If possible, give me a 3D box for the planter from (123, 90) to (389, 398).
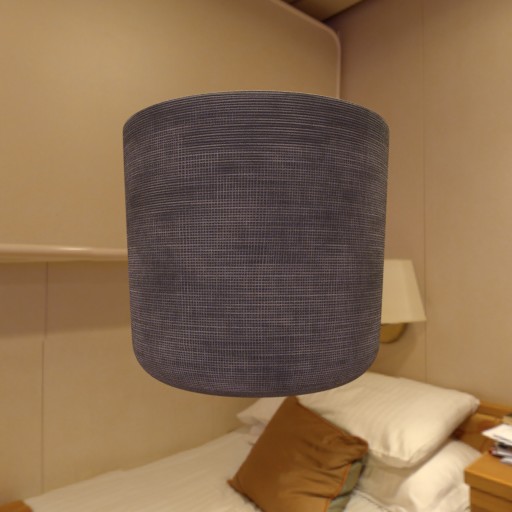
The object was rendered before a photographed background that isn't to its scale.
[{"bbox_3d":[0.000,0.000,0.759,0.440,0.398,0.440,0,-1,0],"label":"planter"}]
